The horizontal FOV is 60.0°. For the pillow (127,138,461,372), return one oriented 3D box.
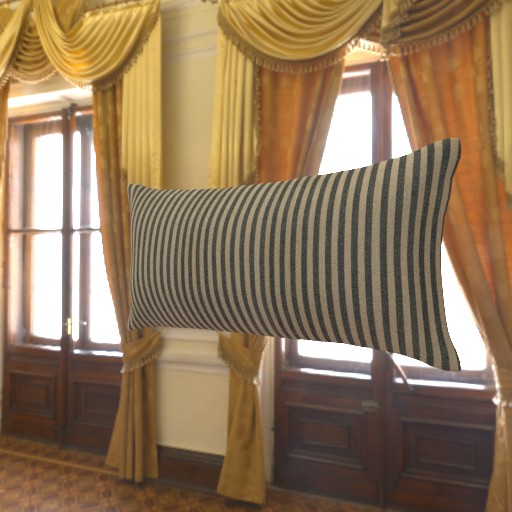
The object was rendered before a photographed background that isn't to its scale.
[{"bbox_3d":[0.000,0.000,0.724,0.617,0.295,0.151,-1,-1,34],"label":"pillow"}]
